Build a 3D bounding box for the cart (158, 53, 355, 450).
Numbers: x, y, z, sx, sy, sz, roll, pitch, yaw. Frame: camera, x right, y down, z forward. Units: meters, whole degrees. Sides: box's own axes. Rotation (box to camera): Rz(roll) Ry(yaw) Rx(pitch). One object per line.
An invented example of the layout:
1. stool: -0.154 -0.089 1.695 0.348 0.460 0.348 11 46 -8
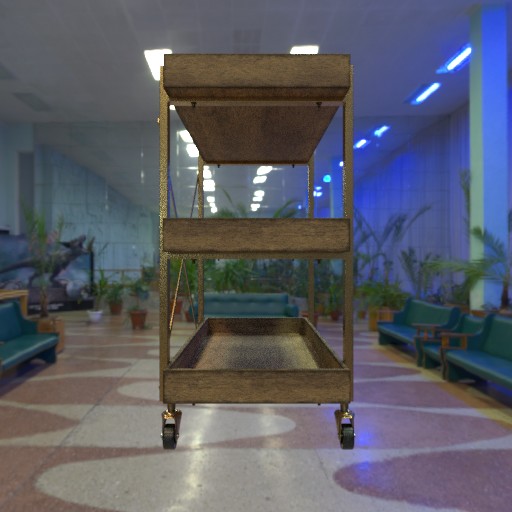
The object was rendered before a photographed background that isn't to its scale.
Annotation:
1. cart: 0.000 0.000 1.248 0.416 0.799 0.750 0 0 0
